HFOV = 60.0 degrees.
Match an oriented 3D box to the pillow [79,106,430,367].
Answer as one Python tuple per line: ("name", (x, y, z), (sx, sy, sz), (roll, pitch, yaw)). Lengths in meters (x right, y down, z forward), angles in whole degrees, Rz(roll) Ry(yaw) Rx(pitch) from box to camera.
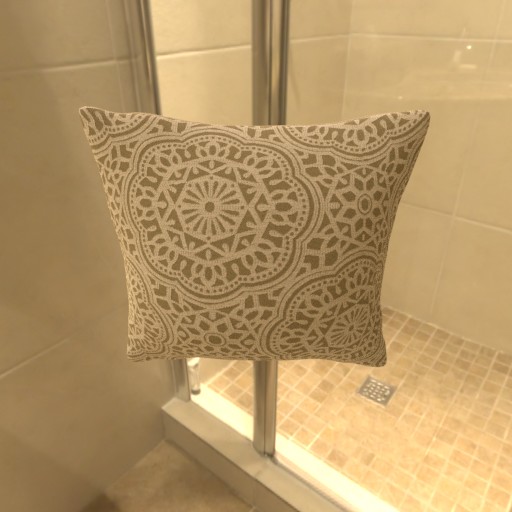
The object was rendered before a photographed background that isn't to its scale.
("pillow", (0.000, 0.000, 0.647), (0.438, 0.421, 0.167), (1, 30, 1))
